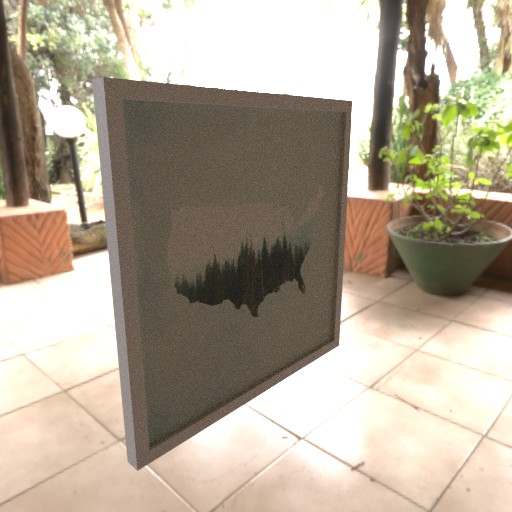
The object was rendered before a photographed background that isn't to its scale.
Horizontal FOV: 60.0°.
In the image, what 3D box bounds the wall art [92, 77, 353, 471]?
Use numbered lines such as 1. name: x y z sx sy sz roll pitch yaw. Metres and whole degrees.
1. wall art: 0.000 0.000 1.097 0.038 0.762 0.762 14 21 41
